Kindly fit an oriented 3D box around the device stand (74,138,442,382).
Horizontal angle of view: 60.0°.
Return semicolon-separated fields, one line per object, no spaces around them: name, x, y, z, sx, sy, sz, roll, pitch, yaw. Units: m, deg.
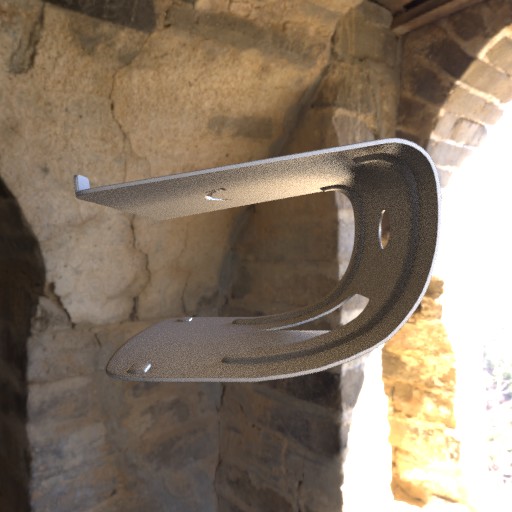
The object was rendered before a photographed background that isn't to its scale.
device stand;0.000;0.000;0.400;0.236;0.155;0.256;0;1;0
